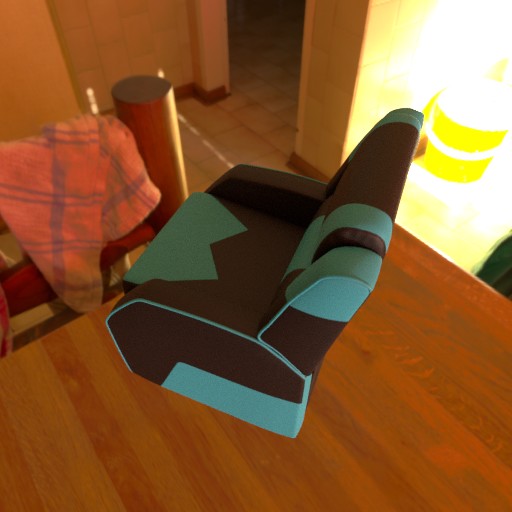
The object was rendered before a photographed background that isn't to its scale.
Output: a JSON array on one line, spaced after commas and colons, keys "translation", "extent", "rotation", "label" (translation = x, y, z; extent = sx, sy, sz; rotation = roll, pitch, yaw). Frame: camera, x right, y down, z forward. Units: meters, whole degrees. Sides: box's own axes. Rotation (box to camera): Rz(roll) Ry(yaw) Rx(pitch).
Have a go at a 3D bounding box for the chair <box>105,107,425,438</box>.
[{"translation": [0.000, 0.000, 1.258], "extent": [0.672, 0.805, 0.620], "rotation": [17, 49, 15], "label": "chair"}]
